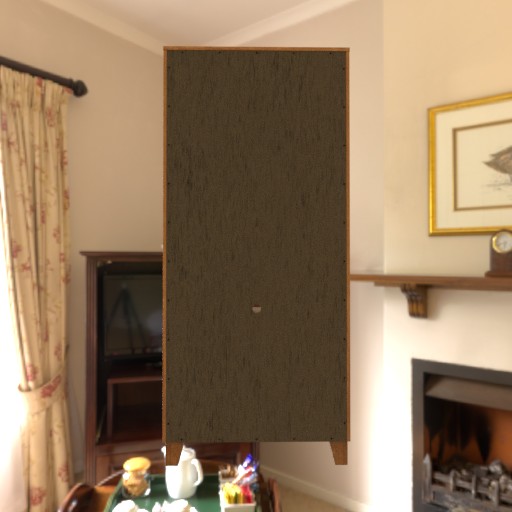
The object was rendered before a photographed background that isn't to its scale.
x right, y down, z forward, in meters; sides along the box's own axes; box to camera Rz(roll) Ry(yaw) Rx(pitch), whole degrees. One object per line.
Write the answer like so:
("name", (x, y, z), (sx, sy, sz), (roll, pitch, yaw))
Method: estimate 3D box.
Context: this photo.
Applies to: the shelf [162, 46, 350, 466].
("shelf", (0.000, 0.000, 2.265), (0.864, 1.930, 0.453), (0, -1, -1))
